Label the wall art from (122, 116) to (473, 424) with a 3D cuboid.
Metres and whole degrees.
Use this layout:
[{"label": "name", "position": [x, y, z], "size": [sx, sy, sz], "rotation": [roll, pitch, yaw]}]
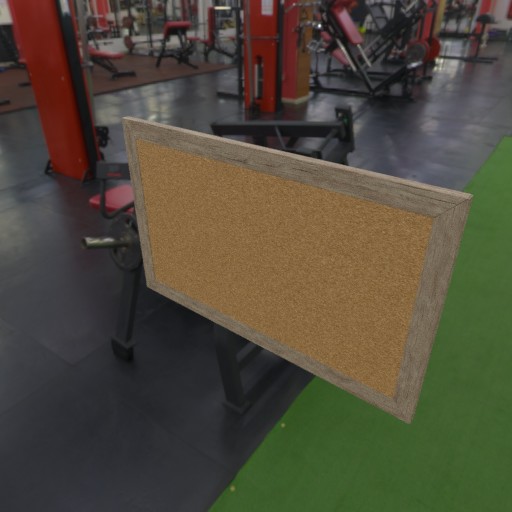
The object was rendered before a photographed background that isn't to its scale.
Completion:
[{"label": "wall art", "position": [0.000, 0.000, 0.962], "size": [0.780, 0.480, 0.021], "rotation": [21, 37, 32]}]
